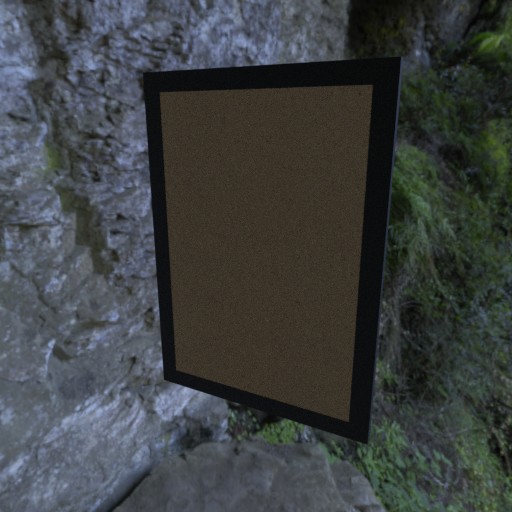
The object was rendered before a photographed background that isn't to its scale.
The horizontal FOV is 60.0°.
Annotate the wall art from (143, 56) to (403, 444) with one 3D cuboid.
[{"bbox_3d":[0.000,0.000,0.673,0.381,0.534,0.013,8,19,26],"label":"wall art"}]
